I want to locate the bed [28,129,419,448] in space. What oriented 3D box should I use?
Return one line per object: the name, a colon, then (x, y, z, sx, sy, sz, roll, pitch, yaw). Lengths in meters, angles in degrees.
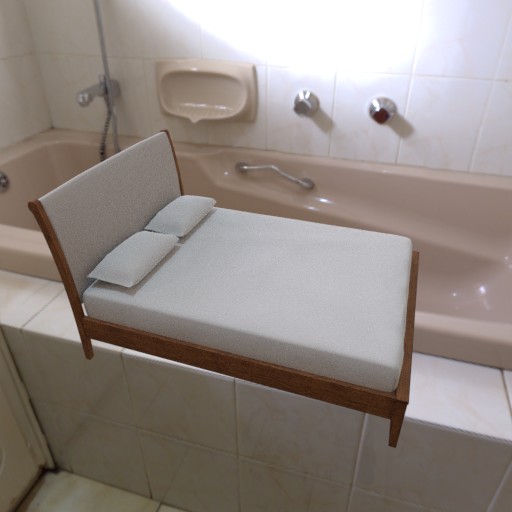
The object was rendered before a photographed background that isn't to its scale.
bed: (0.000, 0.000, 2.961, 2.108, 1.135, 1.502, 10, 33, 16)
